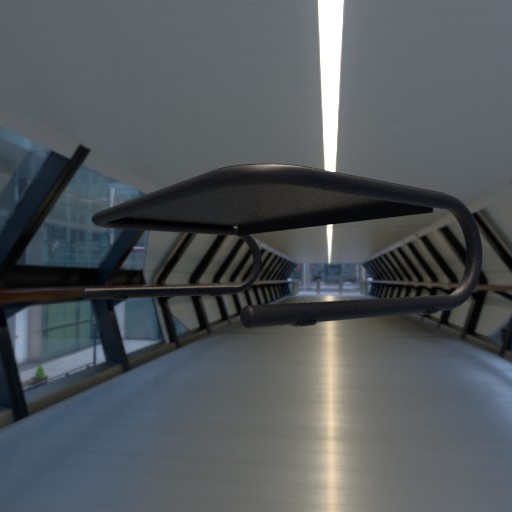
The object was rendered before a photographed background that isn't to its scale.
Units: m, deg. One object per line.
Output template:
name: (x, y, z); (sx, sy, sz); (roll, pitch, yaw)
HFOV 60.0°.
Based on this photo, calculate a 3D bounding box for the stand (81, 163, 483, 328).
stand: (0.000, 0.000, 0.495); (0.280, 0.108, 0.370); (2, -3, -36)
